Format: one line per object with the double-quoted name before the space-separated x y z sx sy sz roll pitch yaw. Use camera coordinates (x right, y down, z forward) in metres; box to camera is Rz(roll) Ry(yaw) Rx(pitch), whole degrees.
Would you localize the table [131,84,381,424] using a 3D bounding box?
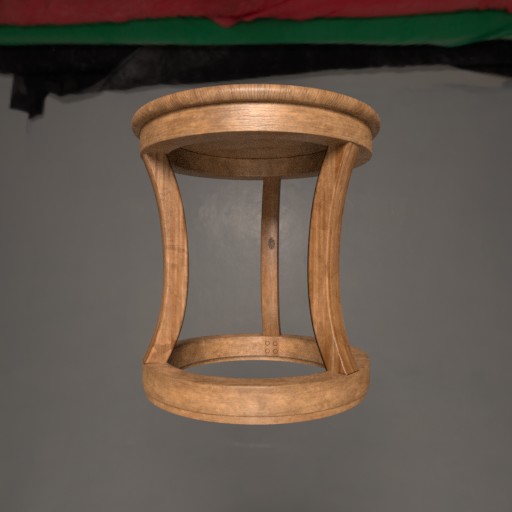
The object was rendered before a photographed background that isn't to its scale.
"table" 0.000 0.000 0.800 0.432 0.460 0.432 0 0 0
